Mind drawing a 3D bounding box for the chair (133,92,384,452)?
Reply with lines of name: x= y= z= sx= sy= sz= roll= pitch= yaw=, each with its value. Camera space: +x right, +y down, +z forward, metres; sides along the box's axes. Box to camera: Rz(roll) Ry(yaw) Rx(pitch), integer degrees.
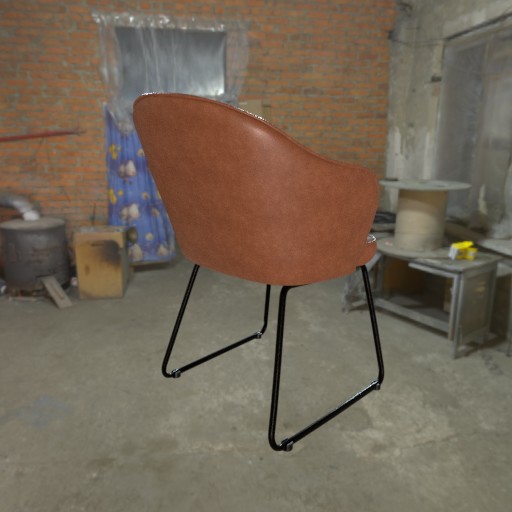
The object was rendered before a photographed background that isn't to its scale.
chair: x=0.000 y=0.000 z=1.187 sx=0.580 sy=0.785 sz=0.582 roll=-14 pitch=20 yaw=-43
